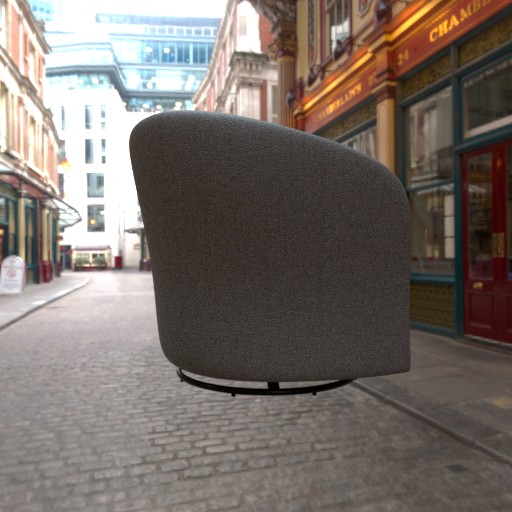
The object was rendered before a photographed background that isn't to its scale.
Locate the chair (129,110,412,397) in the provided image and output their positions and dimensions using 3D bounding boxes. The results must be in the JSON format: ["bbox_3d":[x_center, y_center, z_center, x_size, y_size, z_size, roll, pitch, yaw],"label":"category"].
[{"bbox_3d":[0.000,0.000,1.470,0.815,0.771,0.791,0,-1,-18],"label":"chair"}]
